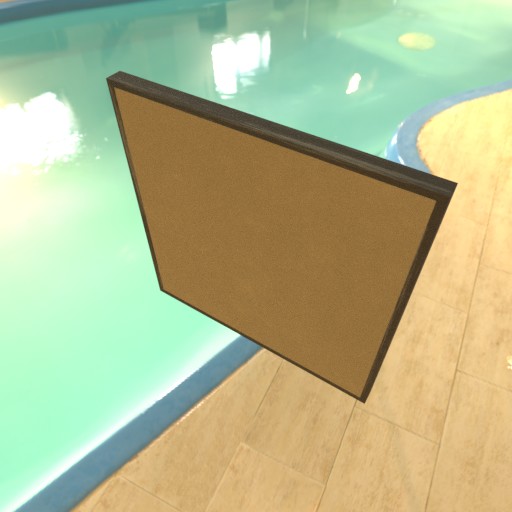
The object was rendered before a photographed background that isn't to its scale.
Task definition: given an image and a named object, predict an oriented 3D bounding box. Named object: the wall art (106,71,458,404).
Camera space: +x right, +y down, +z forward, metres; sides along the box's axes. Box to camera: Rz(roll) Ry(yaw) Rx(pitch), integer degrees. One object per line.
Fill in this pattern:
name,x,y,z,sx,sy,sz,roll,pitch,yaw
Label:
wall art,0.000,0.000,1.135,0.762,0.758,0.043,25,52,21
